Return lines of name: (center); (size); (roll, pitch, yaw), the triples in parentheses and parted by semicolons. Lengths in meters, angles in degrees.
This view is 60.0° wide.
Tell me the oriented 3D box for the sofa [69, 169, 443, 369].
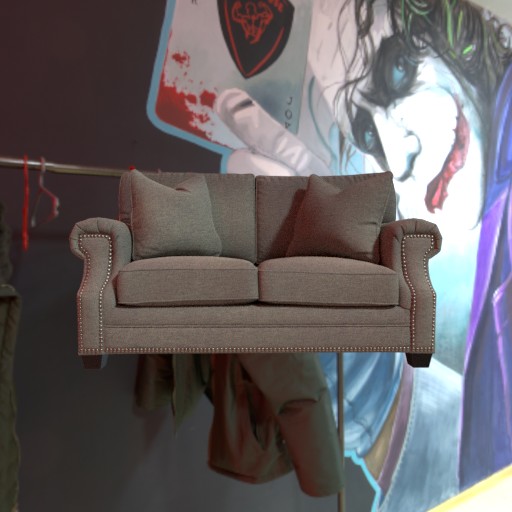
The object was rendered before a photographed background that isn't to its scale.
sofa: (0.000, 0.000, 2.348); (1.701, 0.966, 0.966); (0, 0, -1)
